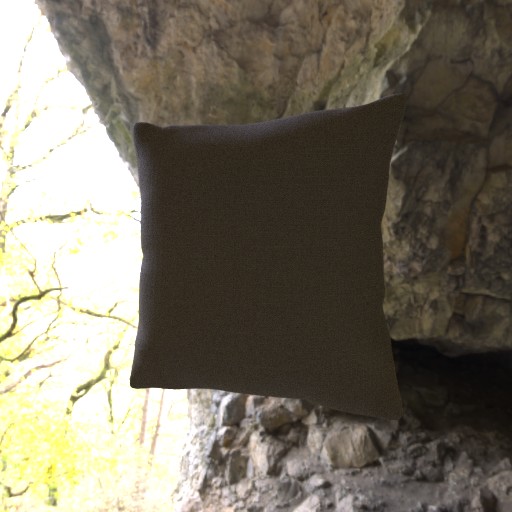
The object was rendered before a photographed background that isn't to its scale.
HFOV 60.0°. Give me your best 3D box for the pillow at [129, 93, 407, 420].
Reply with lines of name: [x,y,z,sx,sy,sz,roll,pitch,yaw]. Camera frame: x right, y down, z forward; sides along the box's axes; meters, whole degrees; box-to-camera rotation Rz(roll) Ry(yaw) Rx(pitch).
pillow: [0.000,0.000,0.661,0.429,0.436,0.159,0,-1,18]
